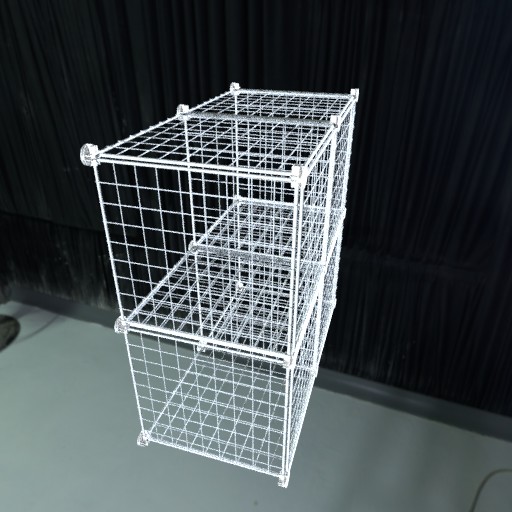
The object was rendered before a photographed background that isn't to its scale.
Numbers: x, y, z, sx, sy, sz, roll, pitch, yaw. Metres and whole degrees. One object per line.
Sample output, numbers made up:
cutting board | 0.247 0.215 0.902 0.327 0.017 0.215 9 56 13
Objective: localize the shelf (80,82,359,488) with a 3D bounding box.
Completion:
shelf | 0.000 0.000 1.113 0.356 0.711 0.711 9 31 15
